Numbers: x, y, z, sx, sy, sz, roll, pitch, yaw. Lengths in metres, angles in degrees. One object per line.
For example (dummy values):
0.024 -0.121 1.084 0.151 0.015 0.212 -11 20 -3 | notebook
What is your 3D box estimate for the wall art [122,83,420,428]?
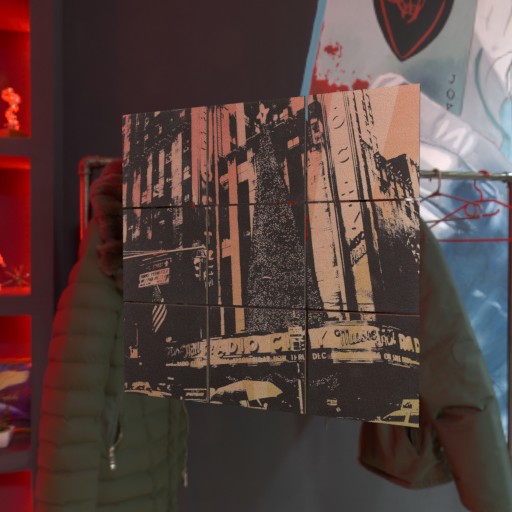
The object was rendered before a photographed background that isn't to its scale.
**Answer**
0.000 0.000 2.199 1.527 1.521 0.017 0 1 18 | wall art
